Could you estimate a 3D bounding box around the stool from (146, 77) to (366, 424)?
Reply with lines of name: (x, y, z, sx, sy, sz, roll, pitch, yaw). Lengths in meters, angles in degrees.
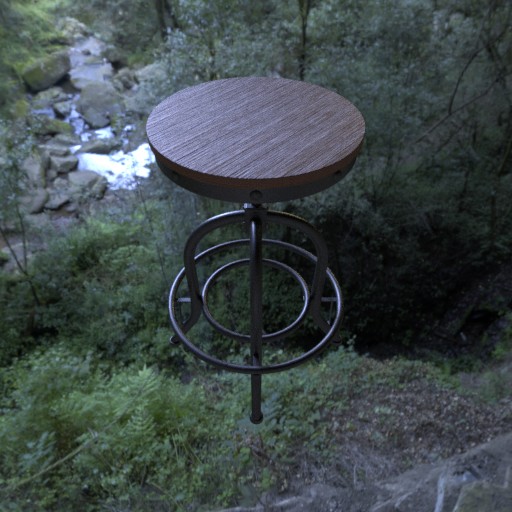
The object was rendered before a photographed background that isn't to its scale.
stool: (0.000, 0.000, 0.924, 0.439, 0.609, 0.439, 0, 43, 0)
